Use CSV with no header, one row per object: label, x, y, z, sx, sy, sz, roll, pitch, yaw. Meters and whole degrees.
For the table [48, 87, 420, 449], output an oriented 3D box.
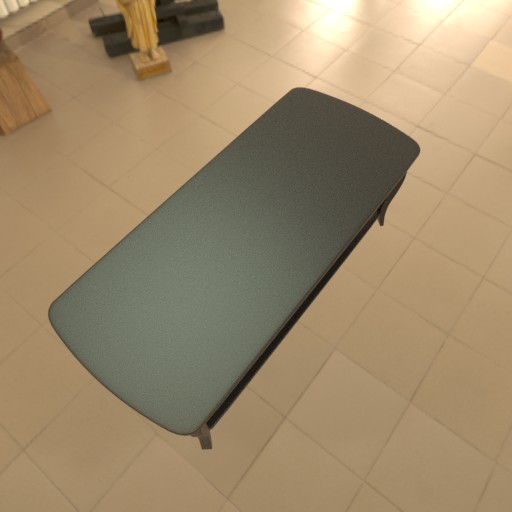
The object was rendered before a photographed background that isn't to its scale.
table,0.000,0.000,1.626,0.571,0.457,1.333,34,64,19
